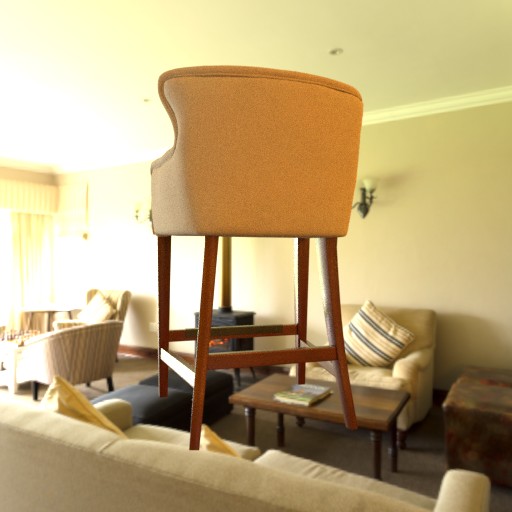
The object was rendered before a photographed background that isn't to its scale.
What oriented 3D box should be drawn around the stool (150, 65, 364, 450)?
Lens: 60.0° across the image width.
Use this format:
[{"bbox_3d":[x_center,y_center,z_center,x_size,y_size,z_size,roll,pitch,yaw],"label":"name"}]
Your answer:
[{"bbox_3d":[0.000,0.000,1.340,0.601,0.951,0.570,0,0,-17],"label":"stool"}]
